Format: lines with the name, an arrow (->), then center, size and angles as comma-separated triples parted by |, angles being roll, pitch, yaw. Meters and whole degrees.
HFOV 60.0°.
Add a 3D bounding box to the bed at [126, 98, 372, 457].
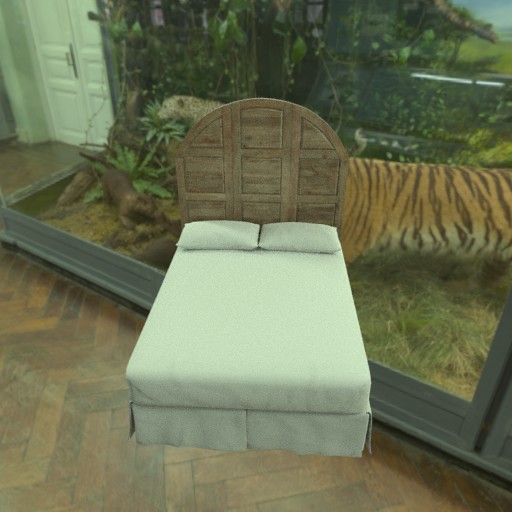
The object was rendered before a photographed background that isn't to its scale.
bed -> 0.000, 0.000, 3.492 | 1.713, 2.002, 2.112 | 2, 30, 3
